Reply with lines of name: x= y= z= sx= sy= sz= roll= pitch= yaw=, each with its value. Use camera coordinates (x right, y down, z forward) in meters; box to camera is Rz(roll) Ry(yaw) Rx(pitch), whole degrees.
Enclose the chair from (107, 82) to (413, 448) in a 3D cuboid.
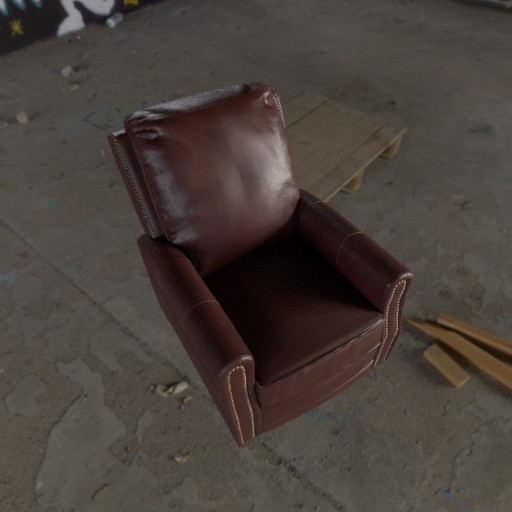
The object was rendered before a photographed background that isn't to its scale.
chair: x=0.000 y=0.000 z=1.839 sx=0.826 sy=1.022 sz=1.089 roll=-23 pitch=50 yaw=-20
